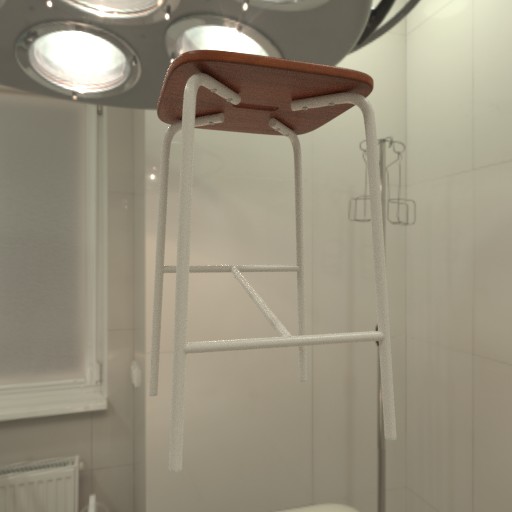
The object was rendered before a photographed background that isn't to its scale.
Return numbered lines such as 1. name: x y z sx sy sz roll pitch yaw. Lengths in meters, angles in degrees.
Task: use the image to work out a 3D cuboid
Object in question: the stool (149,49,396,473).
1. stool: 0.000 0.000 0.857 0.376 0.610 0.376 0 0 -18
